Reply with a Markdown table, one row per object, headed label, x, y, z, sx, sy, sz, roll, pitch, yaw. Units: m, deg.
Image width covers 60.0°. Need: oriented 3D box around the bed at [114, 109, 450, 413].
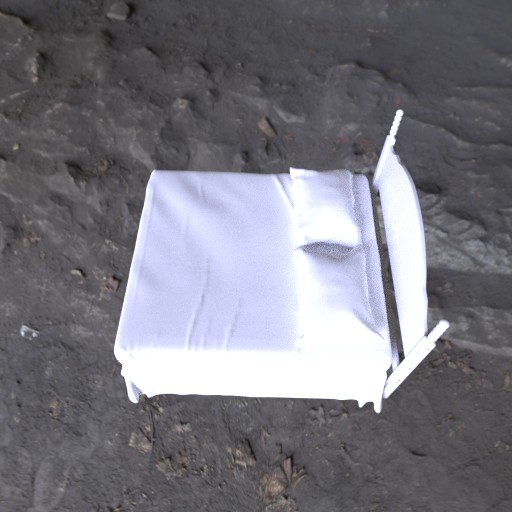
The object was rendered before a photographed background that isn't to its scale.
| label | x | y | z | sx | sy | sz | roll | pitch | yaw |
| --- | --- | --- | --- | --- | --- | --- | --- | --- | --- |
| bed | 0.000 | 0.000 | 3.244 | 2.040 | 1.356 | 1.873 | 2 | 58 | 1 |
